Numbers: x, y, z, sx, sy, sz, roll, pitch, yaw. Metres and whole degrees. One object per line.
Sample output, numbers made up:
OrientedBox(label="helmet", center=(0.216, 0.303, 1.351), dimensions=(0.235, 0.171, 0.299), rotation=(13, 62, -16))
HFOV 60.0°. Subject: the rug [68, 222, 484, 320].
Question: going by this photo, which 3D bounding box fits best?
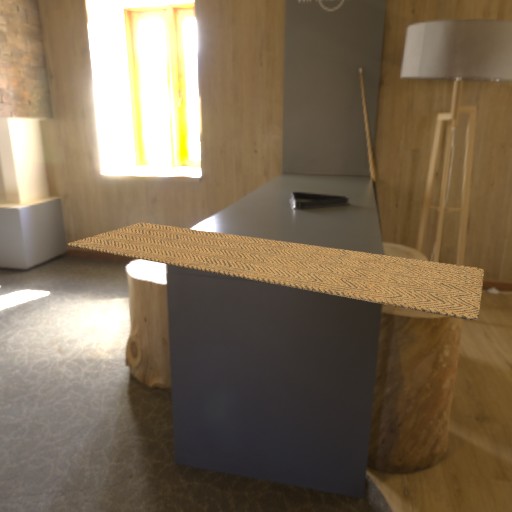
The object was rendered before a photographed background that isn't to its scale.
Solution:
OrientedBox(label="rug", center=(0.000, 0.000, 2.495), dimensions=(2.286, 0.008, 0.686), rotation=(9, 19, 27))
